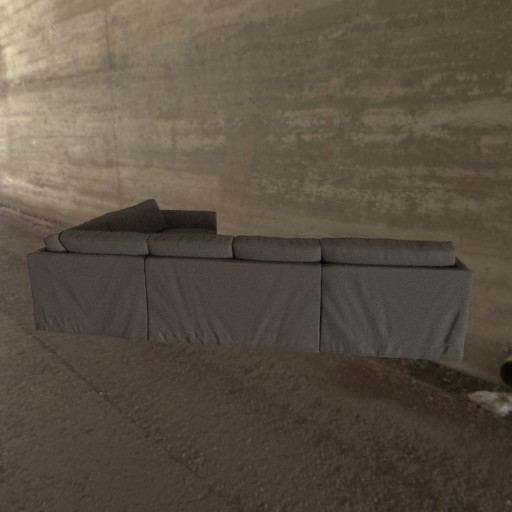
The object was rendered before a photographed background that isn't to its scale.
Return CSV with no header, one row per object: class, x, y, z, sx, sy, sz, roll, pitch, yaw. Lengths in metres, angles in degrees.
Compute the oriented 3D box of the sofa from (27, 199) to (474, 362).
sofa,0.000,0.000,4.580,3.528,0.878,2.476,2,15,8
